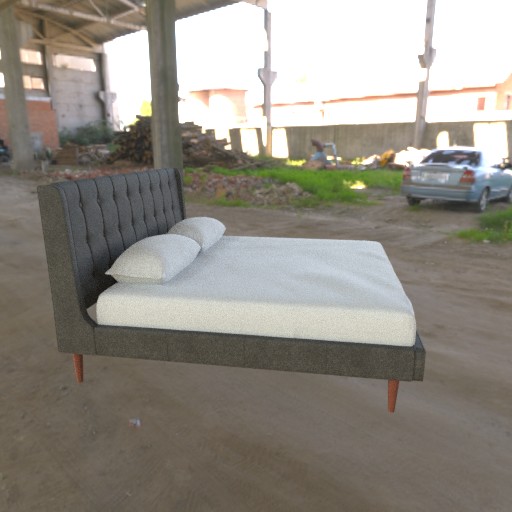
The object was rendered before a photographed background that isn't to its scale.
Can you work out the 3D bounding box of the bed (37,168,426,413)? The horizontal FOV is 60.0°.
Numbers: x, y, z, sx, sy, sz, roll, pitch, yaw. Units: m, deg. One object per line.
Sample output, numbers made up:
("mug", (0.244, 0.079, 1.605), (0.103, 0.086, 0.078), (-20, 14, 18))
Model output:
("bed", (0.000, 0.000, 2.576), (1.638, 0.933, 1.531), (2, 14, 10))
